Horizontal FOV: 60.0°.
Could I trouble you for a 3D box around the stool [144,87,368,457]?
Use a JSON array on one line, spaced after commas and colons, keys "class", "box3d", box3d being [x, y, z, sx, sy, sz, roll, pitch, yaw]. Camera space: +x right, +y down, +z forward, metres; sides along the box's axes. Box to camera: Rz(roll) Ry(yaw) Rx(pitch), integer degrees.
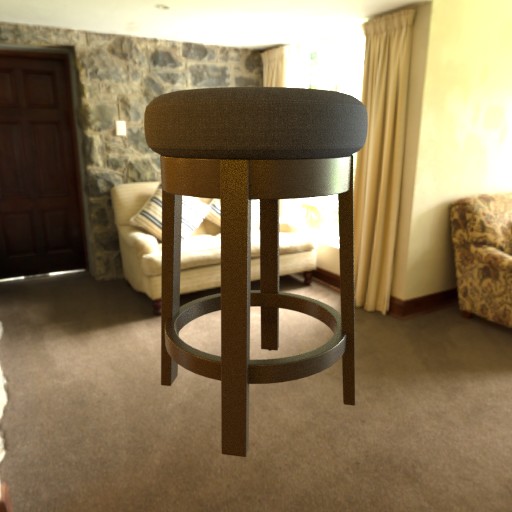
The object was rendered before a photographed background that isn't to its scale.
[{"class": "stool", "box3d": [0.000, 0.000, 0.946, 0.449, 0.655, 0.449, 0, 15, 0]}]
